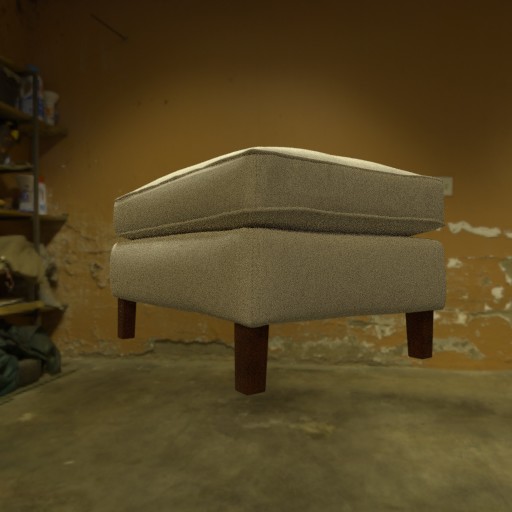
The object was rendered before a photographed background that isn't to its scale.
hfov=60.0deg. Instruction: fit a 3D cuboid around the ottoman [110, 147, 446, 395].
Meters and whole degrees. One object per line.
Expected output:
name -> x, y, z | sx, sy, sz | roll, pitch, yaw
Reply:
ottoman -> 0.000, 0.000, 0.998 | 0.501, 0.406, 0.665 | 0, -1, -35
